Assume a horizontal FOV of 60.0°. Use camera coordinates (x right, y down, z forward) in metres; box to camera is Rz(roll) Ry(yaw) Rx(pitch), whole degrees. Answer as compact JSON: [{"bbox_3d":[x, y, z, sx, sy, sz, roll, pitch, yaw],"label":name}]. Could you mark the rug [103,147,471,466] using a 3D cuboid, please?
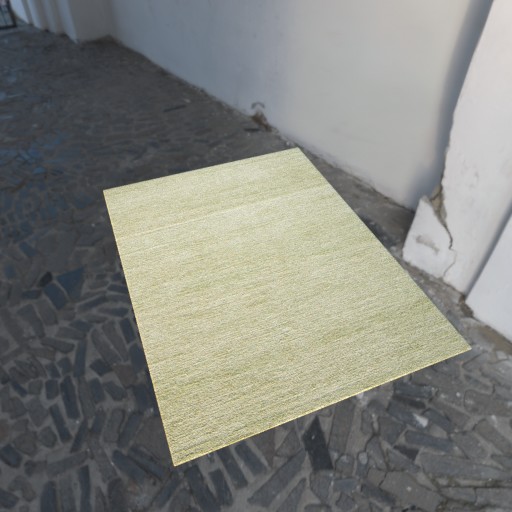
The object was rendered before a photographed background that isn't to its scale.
[{"bbox_3d":[0.000,0.000,4.255,2.425,0.016,3.198,-16,47,-15],"label":"rug"}]
